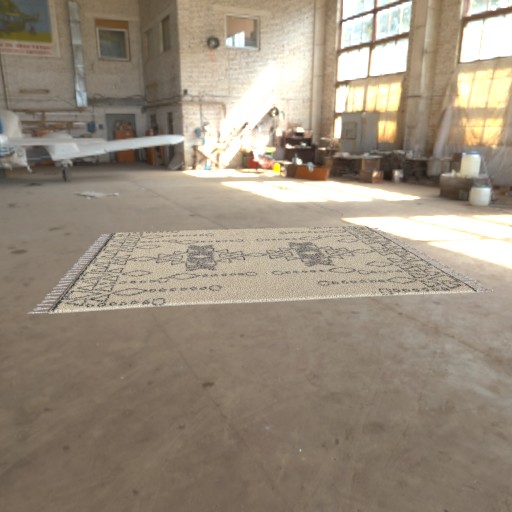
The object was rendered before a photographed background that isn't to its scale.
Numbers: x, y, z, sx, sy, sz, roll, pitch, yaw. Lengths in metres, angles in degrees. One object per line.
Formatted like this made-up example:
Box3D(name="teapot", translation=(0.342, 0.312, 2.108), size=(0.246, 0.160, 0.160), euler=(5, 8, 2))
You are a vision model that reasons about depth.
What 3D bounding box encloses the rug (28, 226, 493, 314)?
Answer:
Box3D(name="rug", translation=(0.000, 0.000, 3.840), size=(3.027, 0.028, 2.125), euler=(-2, 16, -7))
